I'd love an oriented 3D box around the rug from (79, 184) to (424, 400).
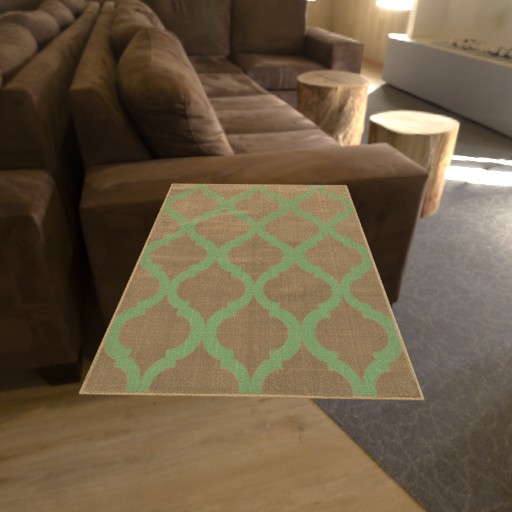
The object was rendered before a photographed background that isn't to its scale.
[{"bbox_3d":[0.000,0.000,2.912,1.524,0.006,2.286,1,33,1],"label":"rug"}]
